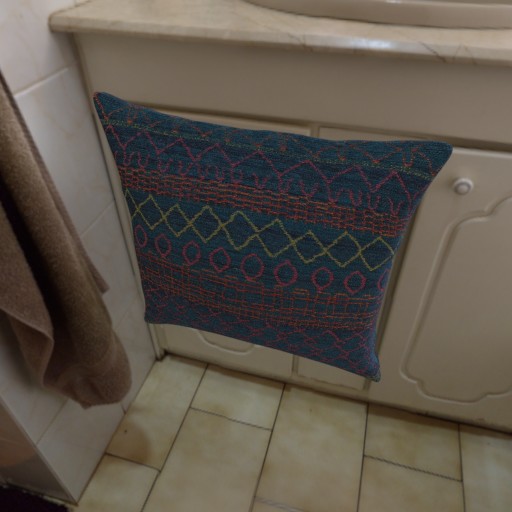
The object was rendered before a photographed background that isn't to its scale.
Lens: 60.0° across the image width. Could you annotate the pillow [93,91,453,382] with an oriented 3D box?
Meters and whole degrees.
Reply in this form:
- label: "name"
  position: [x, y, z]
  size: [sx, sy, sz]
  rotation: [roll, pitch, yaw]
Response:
- label: "pillow"
  position: [0.000, 0.000, 0.643]
  size: [0.431, 0.431, 0.141]
  rotation: [12, 42, 14]
